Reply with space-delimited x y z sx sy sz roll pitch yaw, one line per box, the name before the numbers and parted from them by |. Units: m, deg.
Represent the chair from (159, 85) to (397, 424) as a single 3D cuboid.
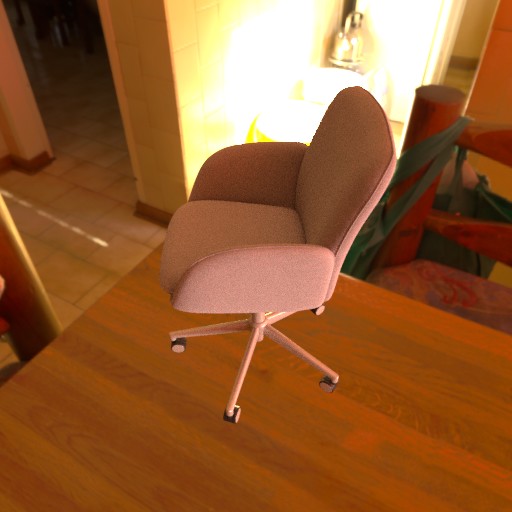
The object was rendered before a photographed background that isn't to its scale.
chair | 0.000 0.000 1.411 0.654 0.959 0.648 -1 42 -1
